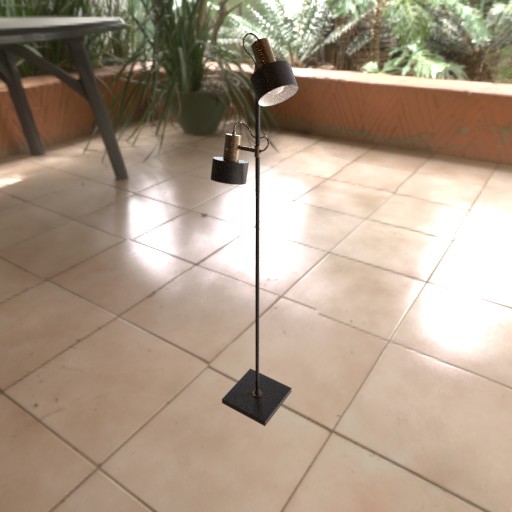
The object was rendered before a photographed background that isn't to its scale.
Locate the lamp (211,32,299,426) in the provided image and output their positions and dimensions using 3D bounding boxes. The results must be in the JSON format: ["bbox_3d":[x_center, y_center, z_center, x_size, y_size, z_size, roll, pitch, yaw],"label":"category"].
[{"bbox_3d":[0.000,0.000,1.670,0.315,1.505,0.233,18,35,28],"label":"lamp"}]
